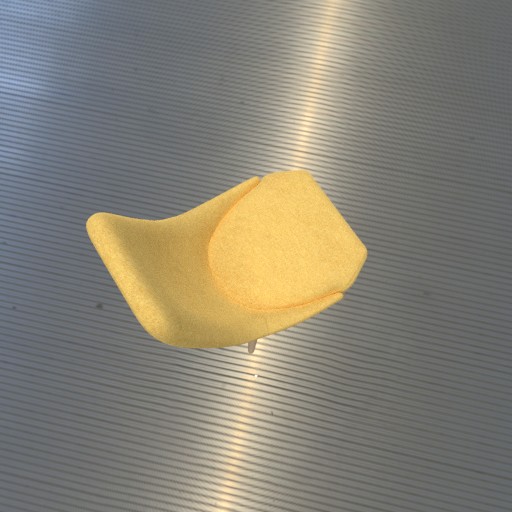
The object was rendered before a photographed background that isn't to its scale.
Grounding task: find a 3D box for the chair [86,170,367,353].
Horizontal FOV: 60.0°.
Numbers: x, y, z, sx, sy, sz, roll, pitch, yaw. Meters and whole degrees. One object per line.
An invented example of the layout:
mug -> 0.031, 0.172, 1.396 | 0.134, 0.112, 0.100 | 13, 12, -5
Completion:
chair -> 0.000, 0.000, 1.388 | 0.660, 1.040, 0.510 | -32, 77, -8
